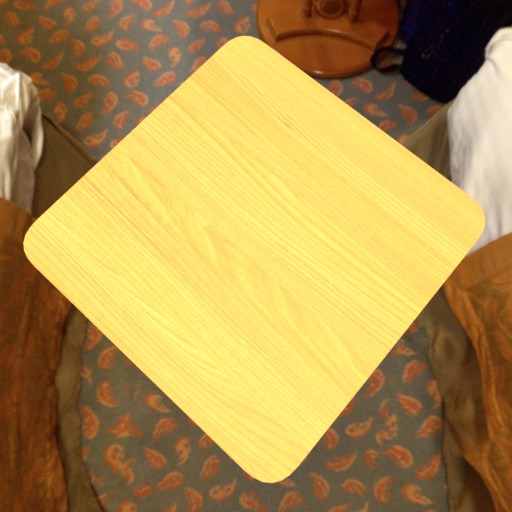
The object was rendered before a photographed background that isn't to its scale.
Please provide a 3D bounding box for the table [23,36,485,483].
[{"bbox_3d":[0.000,0.000,1.183,0.750,0.450,0.750,41,79,10],"label":"table"}]
